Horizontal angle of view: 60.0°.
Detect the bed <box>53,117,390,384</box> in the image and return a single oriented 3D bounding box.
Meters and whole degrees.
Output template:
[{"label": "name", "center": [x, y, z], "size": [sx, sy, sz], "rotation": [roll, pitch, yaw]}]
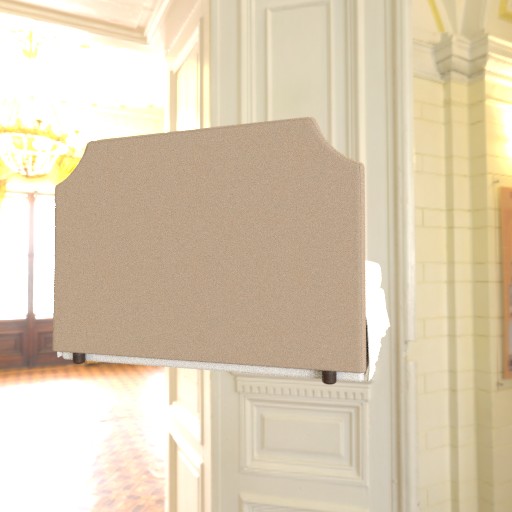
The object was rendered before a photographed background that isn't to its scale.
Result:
[{"label": "bed", "center": [0.000, 0.000, 4.180], "size": [2.350, 1.590, 2.773], "rotation": [-1, -2, 18]}]
